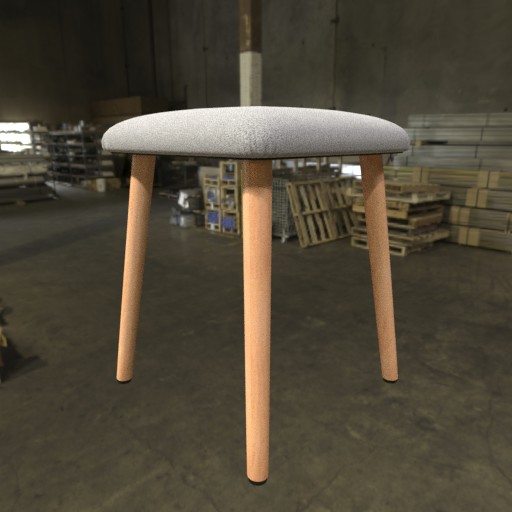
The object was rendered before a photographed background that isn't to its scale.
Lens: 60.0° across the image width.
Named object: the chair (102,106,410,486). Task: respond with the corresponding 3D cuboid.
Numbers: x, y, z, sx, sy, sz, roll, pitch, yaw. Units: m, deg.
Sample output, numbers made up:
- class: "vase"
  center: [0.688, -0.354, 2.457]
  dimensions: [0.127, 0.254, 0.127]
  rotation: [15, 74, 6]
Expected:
- class: "chair"
  center: [0.000, 0.000, 0.699]
  dimensions: [0.350, 0.440, 0.350]
  rotation: [14, 21, 43]
